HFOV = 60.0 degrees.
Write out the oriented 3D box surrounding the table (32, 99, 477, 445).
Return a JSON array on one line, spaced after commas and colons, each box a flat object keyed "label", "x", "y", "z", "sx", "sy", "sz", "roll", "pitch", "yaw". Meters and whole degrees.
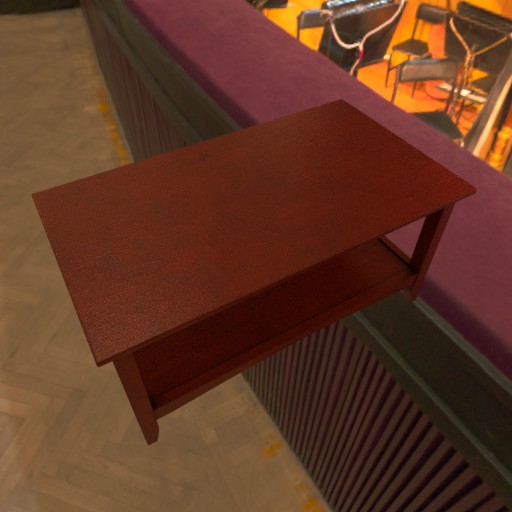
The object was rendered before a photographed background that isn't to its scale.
[{"label": "table", "x": 0.000, "y": 0.000, "z": 1.237, "sx": 0.943, "sy": 0.456, "sz": 0.533, "roll": -23, "pitch": 51, "yaw": -20}]
